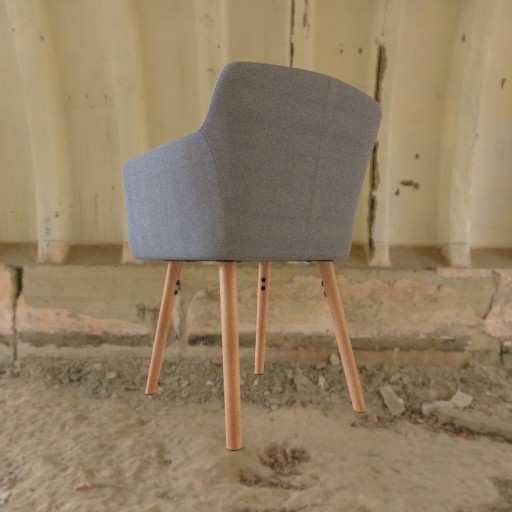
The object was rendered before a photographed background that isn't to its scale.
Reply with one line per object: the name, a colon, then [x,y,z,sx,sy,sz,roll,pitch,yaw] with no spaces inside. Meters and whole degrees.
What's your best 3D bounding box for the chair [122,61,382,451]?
chair: [0.000,0.000,1.158,0.570,0.780,0.540,0,0,-35]
